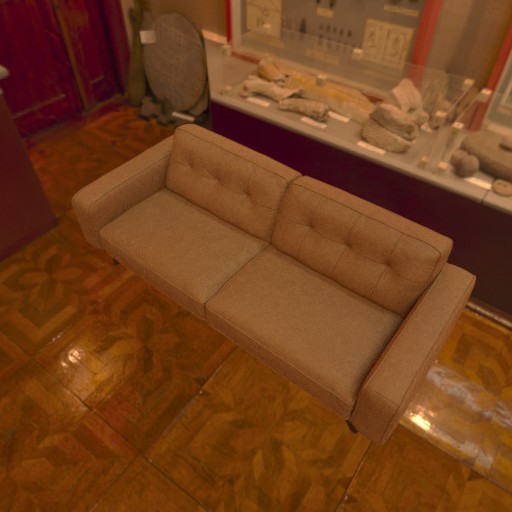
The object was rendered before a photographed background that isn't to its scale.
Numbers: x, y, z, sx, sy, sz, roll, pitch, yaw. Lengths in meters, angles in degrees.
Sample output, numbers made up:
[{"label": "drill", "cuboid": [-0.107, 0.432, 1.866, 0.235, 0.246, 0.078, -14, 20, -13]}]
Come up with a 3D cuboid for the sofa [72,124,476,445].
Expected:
[{"label": "sofa", "cuboid": [0.000, 0.000, 2.679, 2.270, 0.780, 0.953, 30, 54, 25]}]
